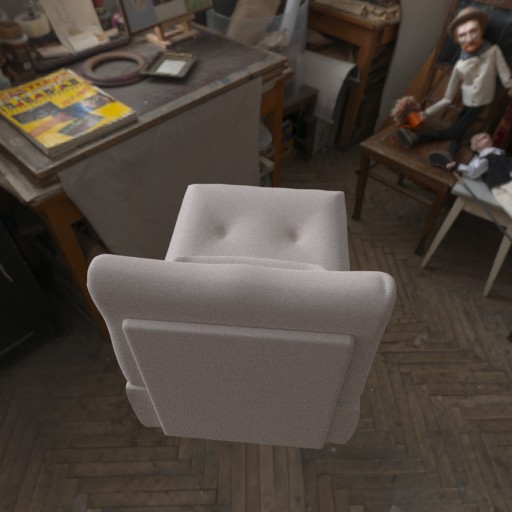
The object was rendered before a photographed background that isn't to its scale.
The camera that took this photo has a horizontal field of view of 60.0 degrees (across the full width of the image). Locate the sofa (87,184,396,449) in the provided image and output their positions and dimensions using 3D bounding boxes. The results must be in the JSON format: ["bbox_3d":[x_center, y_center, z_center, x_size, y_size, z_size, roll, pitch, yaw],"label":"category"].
[{"bbox_3d":[0.000,0.000,1.532,0.700,0.820,1.000,4,47,3],"label":"sofa"}]
